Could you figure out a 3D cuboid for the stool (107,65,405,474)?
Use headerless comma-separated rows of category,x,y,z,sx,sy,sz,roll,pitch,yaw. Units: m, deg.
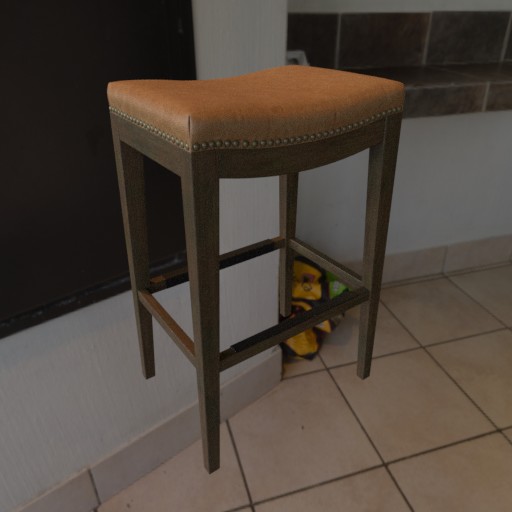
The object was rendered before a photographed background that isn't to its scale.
stool,0.000,0.000,1.016,0.500,0.759,0.361,-19,35,-30
